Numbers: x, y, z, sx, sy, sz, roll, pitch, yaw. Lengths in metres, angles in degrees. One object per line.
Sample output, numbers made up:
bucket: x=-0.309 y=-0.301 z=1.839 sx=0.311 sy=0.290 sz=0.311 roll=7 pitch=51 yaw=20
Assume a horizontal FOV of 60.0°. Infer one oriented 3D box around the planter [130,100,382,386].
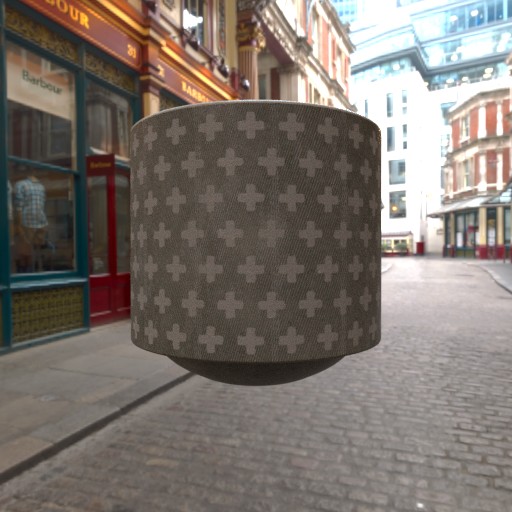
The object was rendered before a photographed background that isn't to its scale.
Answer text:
planter: x=0.000 y=0.000 z=0.459 sx=0.250 sy=0.239 sz=0.250 roll=0 pitch=1 yaw=0
